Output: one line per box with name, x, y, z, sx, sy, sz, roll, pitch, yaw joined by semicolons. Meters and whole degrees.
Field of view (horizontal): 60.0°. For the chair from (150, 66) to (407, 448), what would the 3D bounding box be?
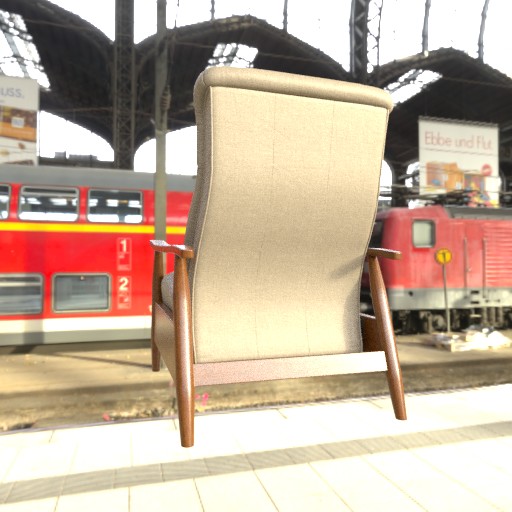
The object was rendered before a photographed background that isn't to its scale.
chair;0.000;0.000;1.796;0.762;1.082;1.032;0;-2;-18
